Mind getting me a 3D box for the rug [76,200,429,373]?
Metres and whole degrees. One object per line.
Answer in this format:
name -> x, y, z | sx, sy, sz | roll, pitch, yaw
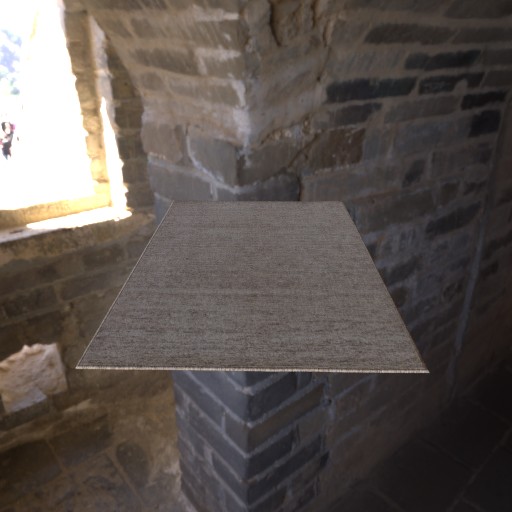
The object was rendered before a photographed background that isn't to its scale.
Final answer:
rug -> 0.000, 0.000, 2.336 | 1.211, 0.018, 1.822 | 0, 25, 1
